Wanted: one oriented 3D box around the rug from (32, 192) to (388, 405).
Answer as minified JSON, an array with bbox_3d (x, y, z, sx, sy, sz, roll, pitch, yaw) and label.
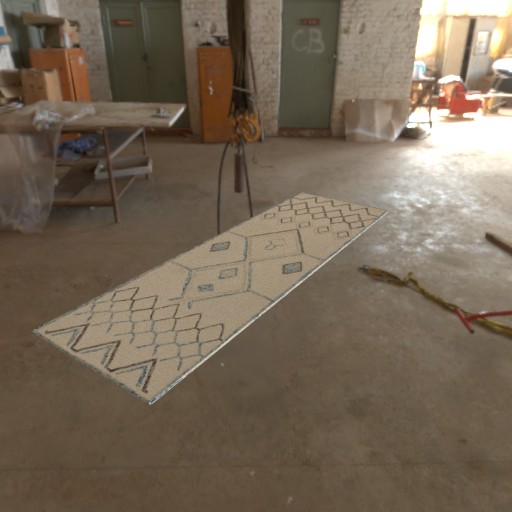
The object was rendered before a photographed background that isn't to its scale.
[{"bbox_3d":[0.000,0.000,2.699,0.770,0.013,2.434,17,31,31],"label":"rug"}]
